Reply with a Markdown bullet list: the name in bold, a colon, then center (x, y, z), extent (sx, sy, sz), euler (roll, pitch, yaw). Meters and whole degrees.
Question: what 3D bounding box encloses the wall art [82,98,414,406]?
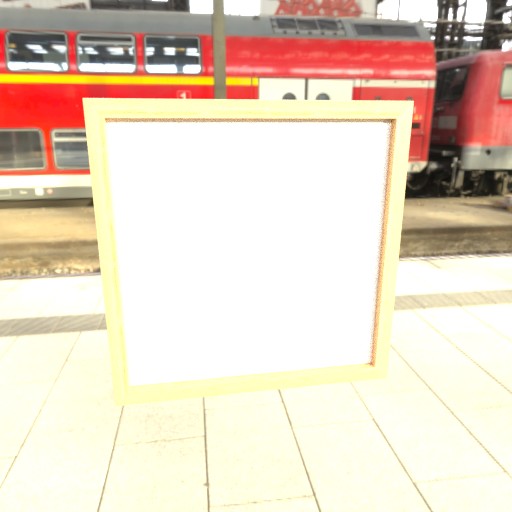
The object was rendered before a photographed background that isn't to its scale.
- **wall art**: center (0.000, 0.000, 0.457), extent (0.303, 0.303, 0.028), euler (-3, 17, -10)
